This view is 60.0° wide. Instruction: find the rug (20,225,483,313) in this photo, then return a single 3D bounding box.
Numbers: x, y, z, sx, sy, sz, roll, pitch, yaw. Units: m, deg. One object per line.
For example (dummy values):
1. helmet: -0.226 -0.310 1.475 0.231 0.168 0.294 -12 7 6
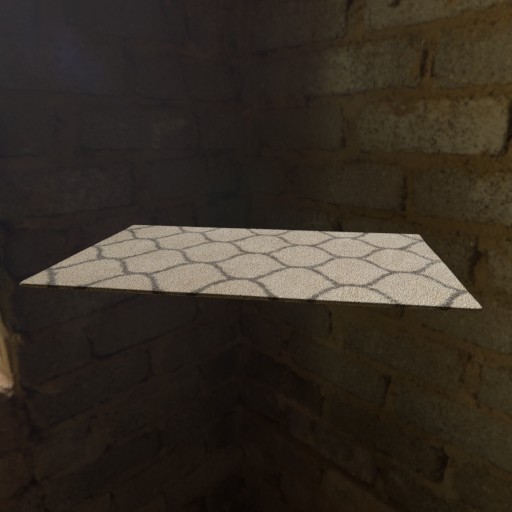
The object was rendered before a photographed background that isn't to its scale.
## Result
1. rug: 0.000 0.000 2.911 2.348 0.024 1.501 2 16 8
